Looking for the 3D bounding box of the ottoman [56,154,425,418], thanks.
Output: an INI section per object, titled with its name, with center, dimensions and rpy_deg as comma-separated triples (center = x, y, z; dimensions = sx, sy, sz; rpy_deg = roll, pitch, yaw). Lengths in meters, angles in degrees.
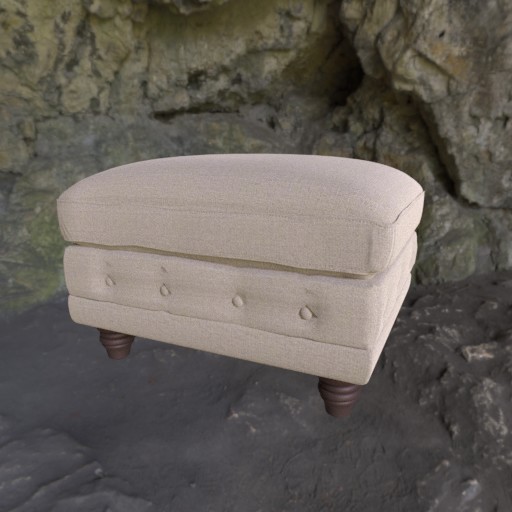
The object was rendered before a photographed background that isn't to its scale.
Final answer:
[ottoman]
center = 0.000, 0.000, 1.034
dimensions = 0.684, 0.463, 0.541
rpy_deg = 6, 15, 25
